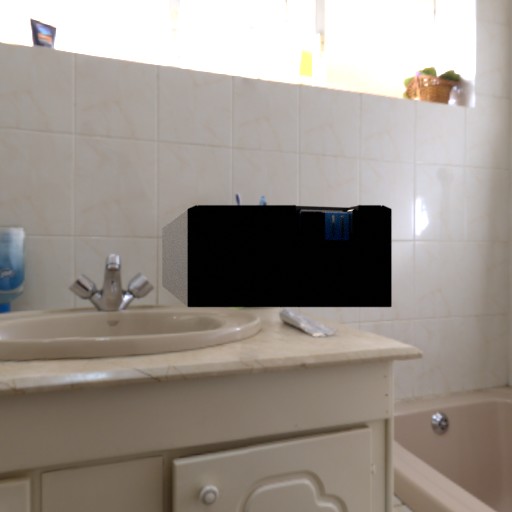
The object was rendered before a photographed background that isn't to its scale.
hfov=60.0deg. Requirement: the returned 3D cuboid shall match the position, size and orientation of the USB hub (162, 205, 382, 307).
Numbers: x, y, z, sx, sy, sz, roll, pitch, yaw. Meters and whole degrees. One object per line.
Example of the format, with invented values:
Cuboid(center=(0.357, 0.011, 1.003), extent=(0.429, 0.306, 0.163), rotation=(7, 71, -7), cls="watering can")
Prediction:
Cuboid(center=(0.000, 0.000, 0.126), extent=(0.044, 0.023, 0.110), rotation=(0, 0, -16), cls="USB hub")
